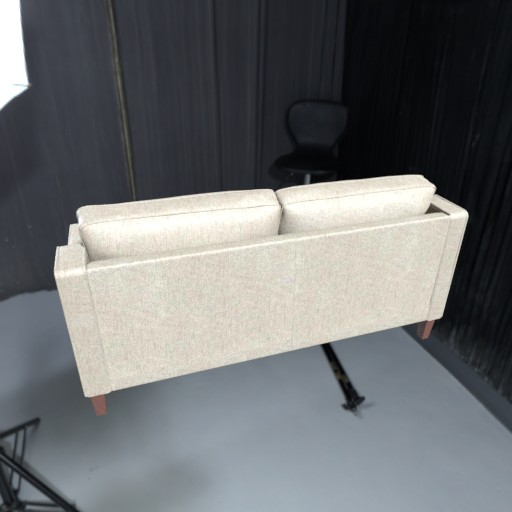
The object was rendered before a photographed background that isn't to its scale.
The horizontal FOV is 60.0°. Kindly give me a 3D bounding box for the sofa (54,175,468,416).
[{"bbox_3d":[0.000,0.000,2.798,2.181,1.074,1.073,-9,29,-17],"label":"sofa"}]
